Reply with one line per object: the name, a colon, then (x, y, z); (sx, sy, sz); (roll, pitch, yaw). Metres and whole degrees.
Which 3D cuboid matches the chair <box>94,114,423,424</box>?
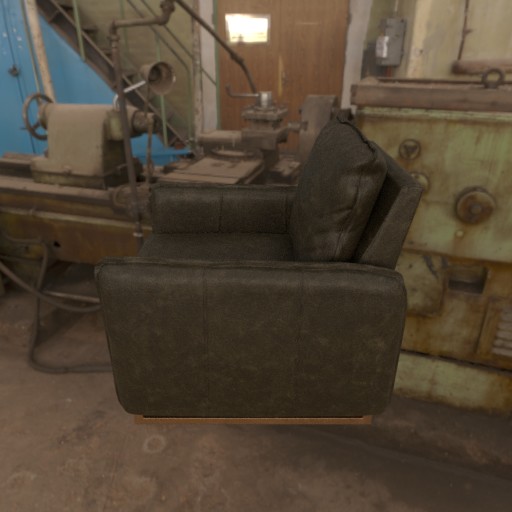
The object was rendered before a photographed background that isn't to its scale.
chair: (0.000, 0.000, 1.612); (0.921, 0.921, 0.830); (0, 27, 0)
